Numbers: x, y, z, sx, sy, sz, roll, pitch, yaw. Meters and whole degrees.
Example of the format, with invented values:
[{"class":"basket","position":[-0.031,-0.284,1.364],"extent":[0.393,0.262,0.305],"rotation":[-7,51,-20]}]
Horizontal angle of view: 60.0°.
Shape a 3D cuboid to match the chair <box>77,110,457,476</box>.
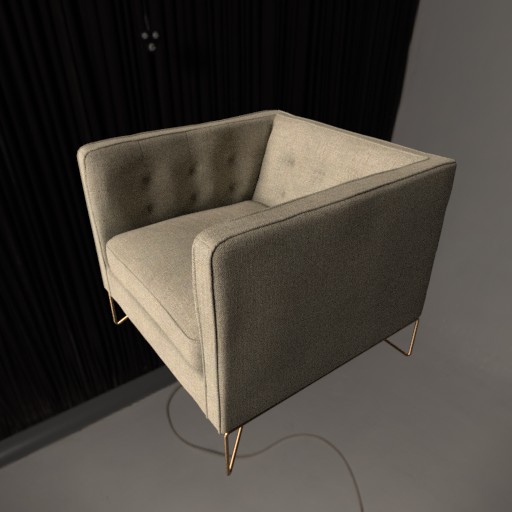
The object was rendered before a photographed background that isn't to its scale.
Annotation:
[{"class":"chair","position":[0.000,0.000,1.637],"extent":[0.912,0.799,0.920],"rotation":[-20,36,-31]}]
